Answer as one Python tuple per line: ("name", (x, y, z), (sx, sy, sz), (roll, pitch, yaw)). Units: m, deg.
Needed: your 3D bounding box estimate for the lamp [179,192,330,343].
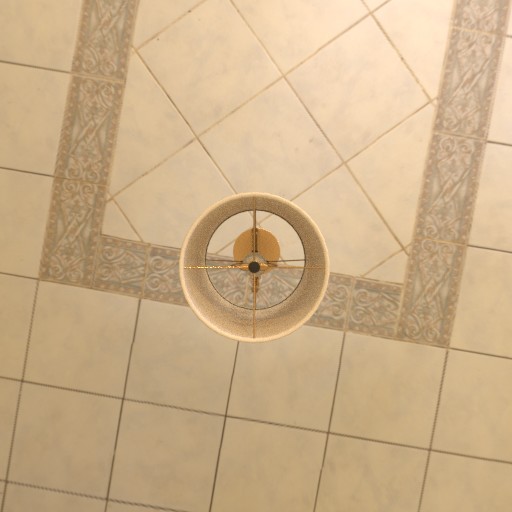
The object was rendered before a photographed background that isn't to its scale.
("lamp", (0.000, 0.000, 1.644), (0.305, 1.500, 0.306), (0, 92, 0))
